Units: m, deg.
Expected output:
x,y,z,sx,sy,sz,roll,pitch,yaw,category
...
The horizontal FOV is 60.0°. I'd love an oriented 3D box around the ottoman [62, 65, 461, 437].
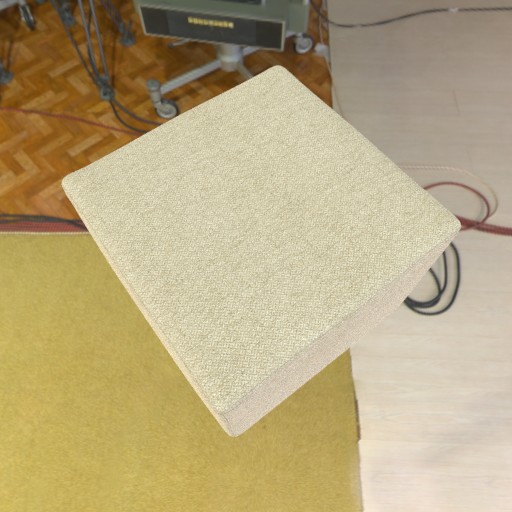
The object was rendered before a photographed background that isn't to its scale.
x,y,z,sx,sy,sz,roll,pitch,yaw,category
0.000,0.000,0.927,0.508,0.432,0.508,-34,68,-16,ottoman
